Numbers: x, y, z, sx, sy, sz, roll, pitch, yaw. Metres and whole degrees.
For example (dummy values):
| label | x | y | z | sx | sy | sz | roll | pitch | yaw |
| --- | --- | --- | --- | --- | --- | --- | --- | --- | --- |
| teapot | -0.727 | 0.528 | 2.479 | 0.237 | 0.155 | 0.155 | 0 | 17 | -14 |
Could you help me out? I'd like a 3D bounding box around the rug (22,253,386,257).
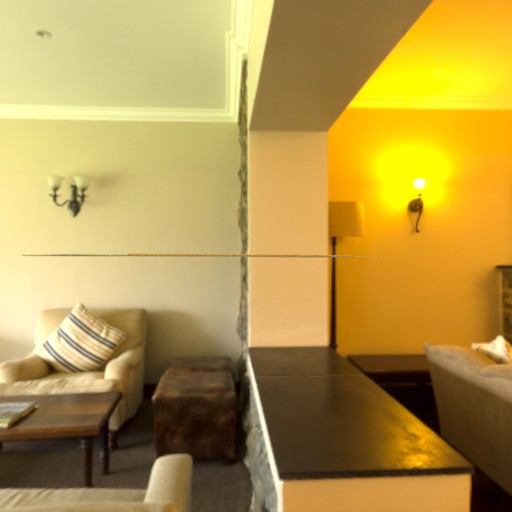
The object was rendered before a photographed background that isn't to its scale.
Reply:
| label | x | y | z | sx | sy | sz | roll | pitch | yaw |
| --- | --- | --- | --- | --- | --- | --- | --- | --- | --- |
| rug | 0.000 | 0.000 | 2.570 | 0.686 | 0.013 | 2.340 | 0 | 0 | 37 |
